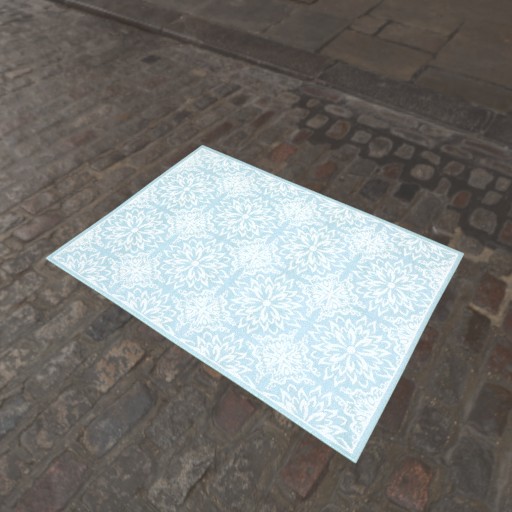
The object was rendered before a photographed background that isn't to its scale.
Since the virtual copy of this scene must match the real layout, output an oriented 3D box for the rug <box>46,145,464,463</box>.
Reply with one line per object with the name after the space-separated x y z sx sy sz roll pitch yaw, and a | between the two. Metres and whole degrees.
0.000 0.000 2.875 2.205 0.014 1.589 27 53 23 | rug
